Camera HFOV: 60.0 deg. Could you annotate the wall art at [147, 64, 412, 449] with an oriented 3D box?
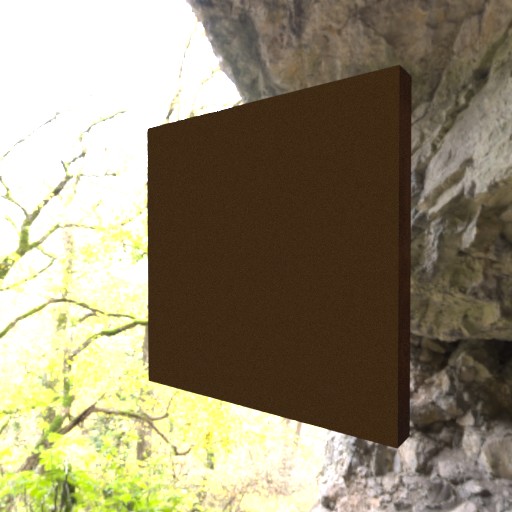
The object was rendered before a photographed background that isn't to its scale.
[{"bbox_3d":[0.000,0.000,0.576,0.386,0.385,0.038,1,1,37],"label":"wall art"}]
